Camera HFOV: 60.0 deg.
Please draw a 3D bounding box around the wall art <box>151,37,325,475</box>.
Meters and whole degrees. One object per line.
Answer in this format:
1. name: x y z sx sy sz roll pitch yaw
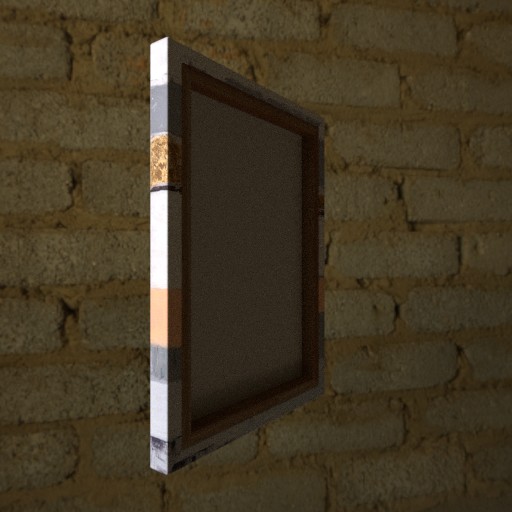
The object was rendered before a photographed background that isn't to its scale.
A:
1. wall art: 0.000 0.000 0.806 0.038 0.609 0.456 0 0 37
